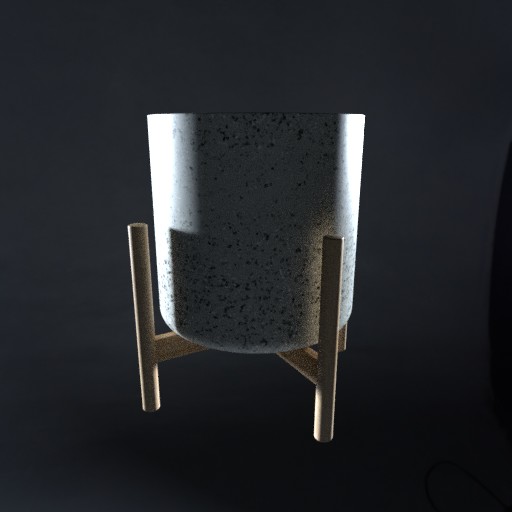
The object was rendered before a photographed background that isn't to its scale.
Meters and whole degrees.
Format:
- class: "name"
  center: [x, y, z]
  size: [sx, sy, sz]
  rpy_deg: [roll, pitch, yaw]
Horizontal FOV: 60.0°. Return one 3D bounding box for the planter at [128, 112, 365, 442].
- class: "planter"
  center: [0.000, 0.000, 0.694]
  size: [0.360, 0.419, 0.360]
  rpy_deg: [-2, 16, -7]
